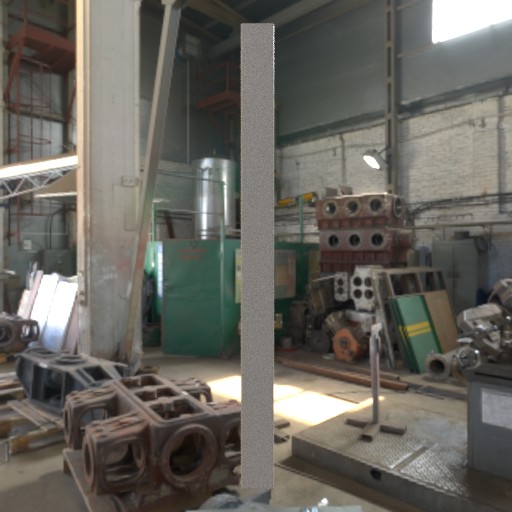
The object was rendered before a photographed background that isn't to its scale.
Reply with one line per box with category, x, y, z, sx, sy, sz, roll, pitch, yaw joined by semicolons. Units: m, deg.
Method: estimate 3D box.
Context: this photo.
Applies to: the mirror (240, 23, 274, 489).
mirror;0.000;0.000;0.685;0.041;0.508;0.405;0;0;0
